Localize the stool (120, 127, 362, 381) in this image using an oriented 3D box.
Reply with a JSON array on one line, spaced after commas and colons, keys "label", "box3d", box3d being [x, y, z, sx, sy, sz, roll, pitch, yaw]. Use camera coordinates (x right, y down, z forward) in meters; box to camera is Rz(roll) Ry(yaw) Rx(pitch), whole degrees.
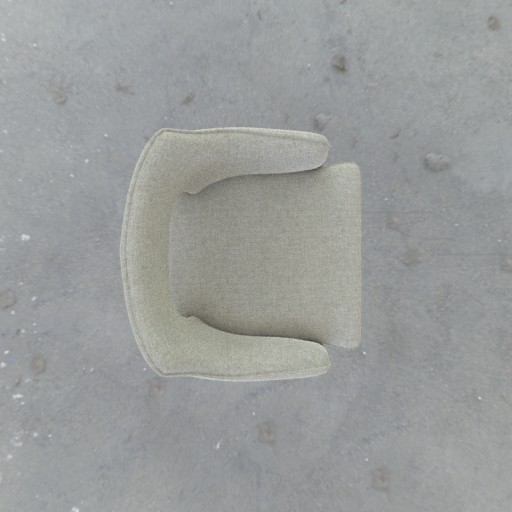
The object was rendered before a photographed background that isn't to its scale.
[{"label": "stool", "box3d": [0.000, 0.000, 1.309, 0.558, 0.944, 0.599, 0, 89, -2]}]
